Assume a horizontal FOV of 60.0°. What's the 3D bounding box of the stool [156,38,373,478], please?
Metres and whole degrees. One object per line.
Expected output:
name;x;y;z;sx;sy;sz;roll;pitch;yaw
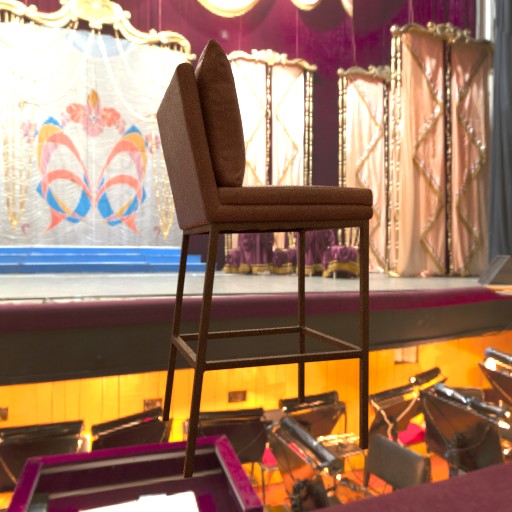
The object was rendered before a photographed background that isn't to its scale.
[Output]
stool;0.000;0.000;1.407;0.571;1.124;0.463;0;1;-20
